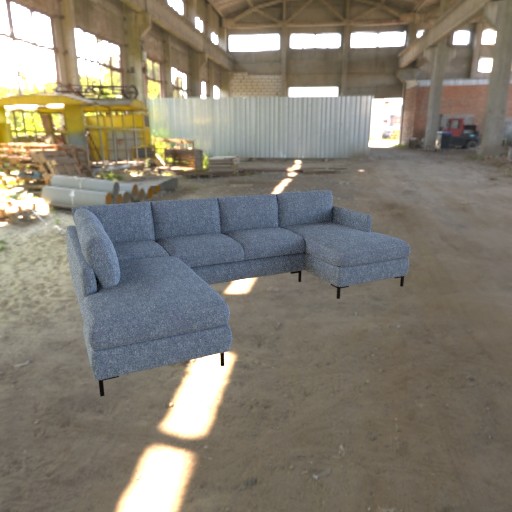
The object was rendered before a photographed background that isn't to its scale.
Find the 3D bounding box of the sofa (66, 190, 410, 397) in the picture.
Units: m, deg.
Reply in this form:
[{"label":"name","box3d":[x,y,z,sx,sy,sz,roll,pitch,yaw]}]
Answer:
[{"label":"sofa","box3d":[0.000,0.000,3.557,2.737,0.756,1.879,-7,17,-25]}]
